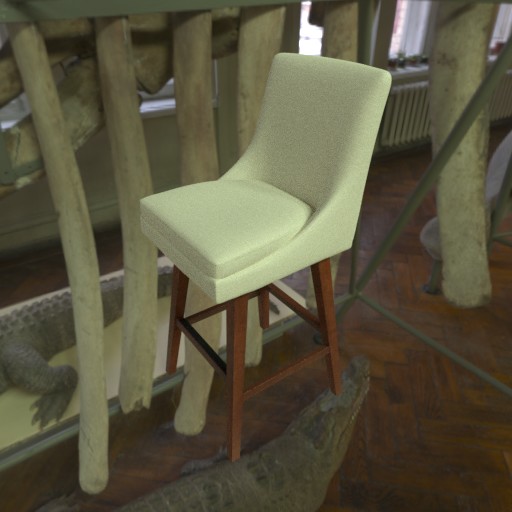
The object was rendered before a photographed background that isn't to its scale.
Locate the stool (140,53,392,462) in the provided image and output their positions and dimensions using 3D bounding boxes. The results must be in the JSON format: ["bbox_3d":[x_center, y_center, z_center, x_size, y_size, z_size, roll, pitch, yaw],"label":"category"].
[{"bbox_3d":[0.000,0.000,1.383,0.559,1.097,0.470,-20,37,-30],"label":"stool"}]
